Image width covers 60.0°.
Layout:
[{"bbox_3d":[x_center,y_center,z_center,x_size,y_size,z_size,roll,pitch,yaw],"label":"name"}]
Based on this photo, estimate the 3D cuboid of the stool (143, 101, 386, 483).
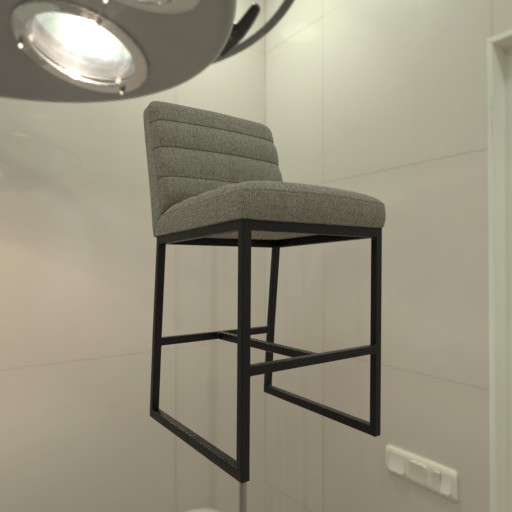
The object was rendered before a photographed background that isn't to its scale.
[{"bbox_3d":[0.000,0.000,1.246,0.460,0.940,0.560,0,-1,-35],"label":"stool"}]
